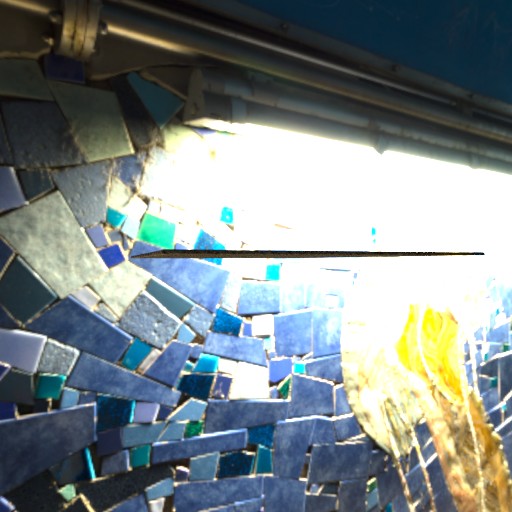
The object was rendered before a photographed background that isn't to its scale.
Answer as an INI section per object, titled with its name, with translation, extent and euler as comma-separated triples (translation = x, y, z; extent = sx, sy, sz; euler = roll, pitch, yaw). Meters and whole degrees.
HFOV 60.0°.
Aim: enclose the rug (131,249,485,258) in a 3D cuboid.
[rug]
translation = 0.000, 0.000, 2.233
extent = 1.143, 0.014, 1.761
euler = 0, -1, -19
